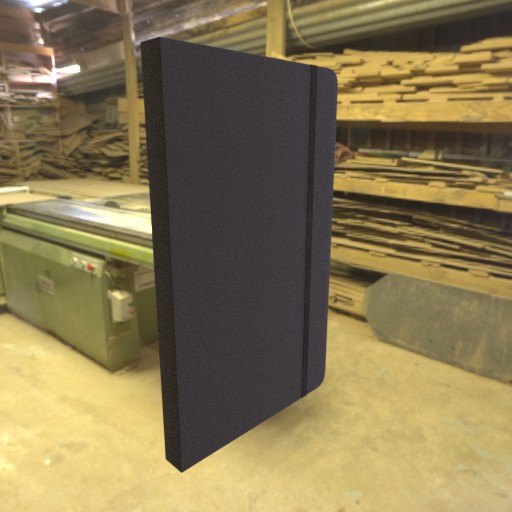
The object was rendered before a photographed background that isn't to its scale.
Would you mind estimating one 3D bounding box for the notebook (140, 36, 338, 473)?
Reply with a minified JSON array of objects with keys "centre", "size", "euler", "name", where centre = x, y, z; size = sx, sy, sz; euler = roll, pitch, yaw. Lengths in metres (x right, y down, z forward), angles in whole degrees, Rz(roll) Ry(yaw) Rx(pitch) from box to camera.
[{"centre":[0.000,0.000,0.257],"size":[0.016,0.213,0.127],"euler":[14,20,43],"name":"notebook"}]
